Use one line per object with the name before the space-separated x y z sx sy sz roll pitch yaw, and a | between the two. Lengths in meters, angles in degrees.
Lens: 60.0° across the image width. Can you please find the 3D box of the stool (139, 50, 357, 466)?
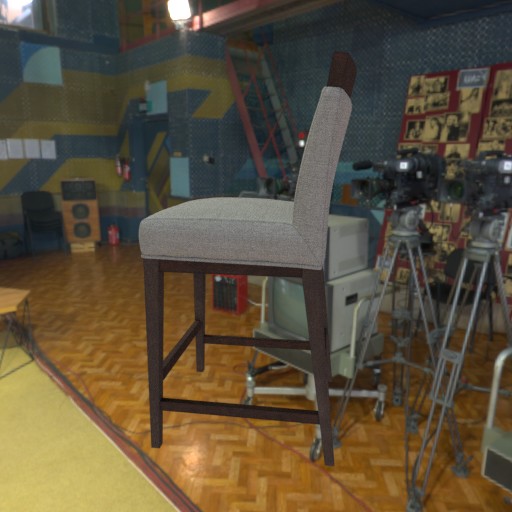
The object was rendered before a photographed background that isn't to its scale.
stool | 0.000 0.000 1.312 0.531 1.009 0.512 2 13 9
